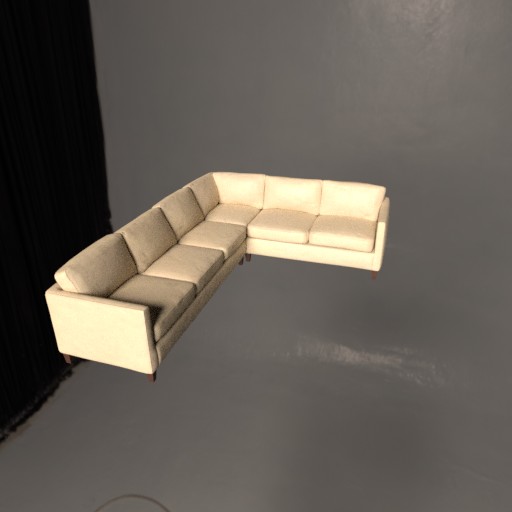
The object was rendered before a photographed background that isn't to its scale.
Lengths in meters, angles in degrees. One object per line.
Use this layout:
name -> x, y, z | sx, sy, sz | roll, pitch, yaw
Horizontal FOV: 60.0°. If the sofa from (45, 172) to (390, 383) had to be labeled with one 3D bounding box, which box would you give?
sofa -> 0.000, 0.000, 4.679 | 2.593, 0.947, 3.302 | 8, 27, 16
